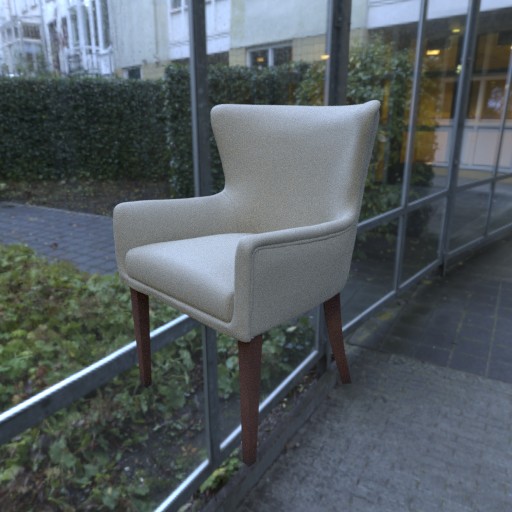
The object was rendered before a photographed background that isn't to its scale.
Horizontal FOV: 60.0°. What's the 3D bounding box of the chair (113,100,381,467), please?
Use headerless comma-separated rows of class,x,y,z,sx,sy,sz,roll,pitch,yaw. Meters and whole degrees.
chair,0.000,0.000,1.442,0.660,0.952,0.686,17,24,42
